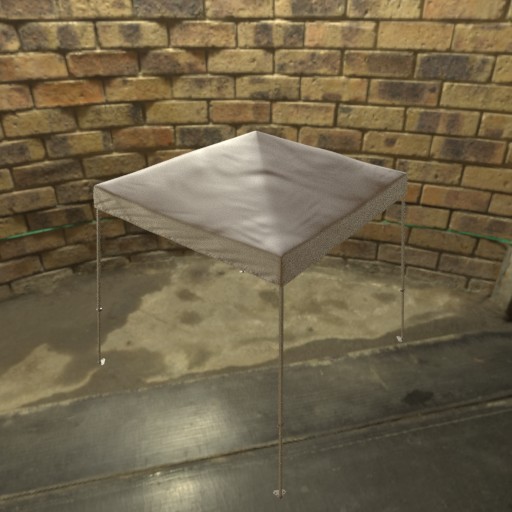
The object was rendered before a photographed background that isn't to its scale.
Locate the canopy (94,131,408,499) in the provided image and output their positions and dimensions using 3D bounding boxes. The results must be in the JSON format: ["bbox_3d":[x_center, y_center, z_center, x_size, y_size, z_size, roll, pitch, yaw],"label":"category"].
[{"bbox_3d":[0.000,0.000,6.433,3.600,3.600,3.599,22,36,33],"label":"canopy"}]
